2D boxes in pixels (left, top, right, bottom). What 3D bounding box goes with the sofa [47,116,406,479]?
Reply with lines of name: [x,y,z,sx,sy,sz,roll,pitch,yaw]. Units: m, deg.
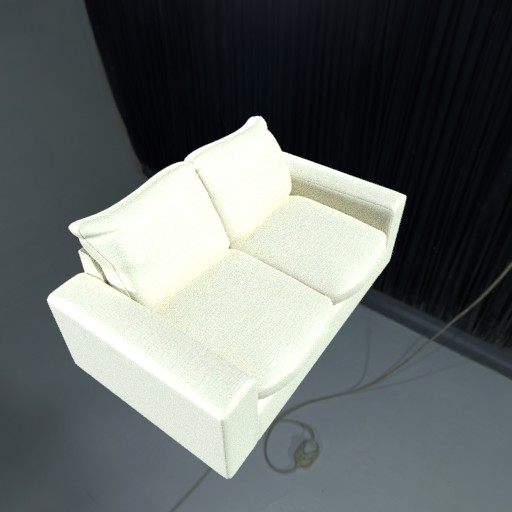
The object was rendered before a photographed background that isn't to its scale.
sofa: [0.000,0.000,2.362,1.091,0.875,1.754,25,47,26]
